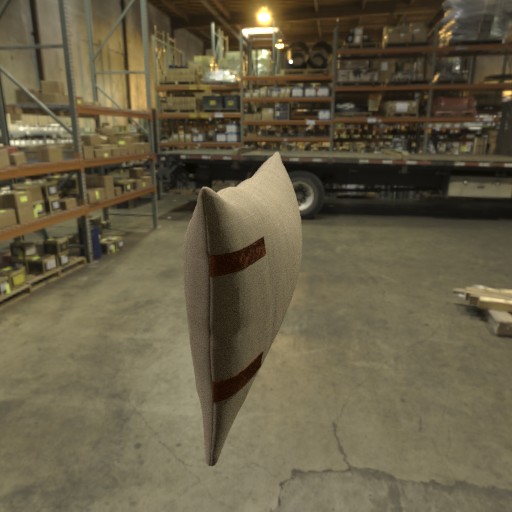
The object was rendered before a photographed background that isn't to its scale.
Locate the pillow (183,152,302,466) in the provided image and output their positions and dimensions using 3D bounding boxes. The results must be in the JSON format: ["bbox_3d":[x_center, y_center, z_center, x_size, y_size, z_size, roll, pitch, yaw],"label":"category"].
[{"bbox_3d":[0.000,0.000,0.730,0.148,0.308,0.612,3,16,9],"label":"pillow"}]
